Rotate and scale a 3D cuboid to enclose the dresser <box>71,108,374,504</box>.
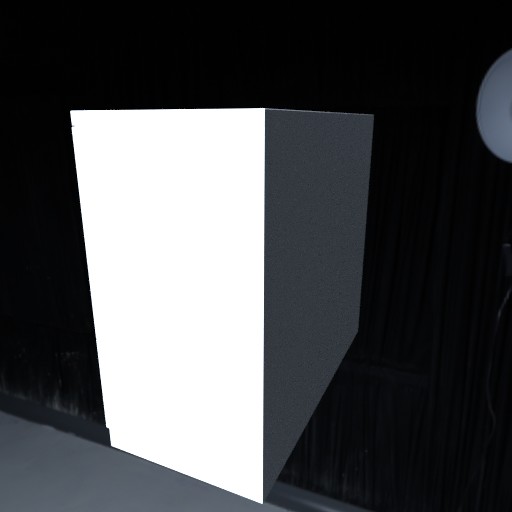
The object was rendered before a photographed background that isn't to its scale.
[{"bbox_3d":[0.000,0.000,1.210,0.420,0.740,0.830,8,19,24],"label":"dresser"}]
